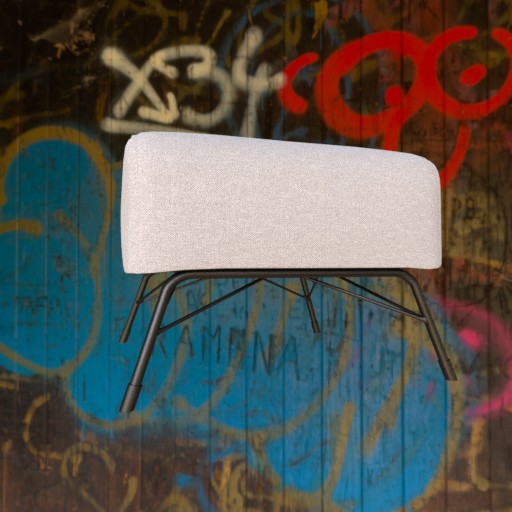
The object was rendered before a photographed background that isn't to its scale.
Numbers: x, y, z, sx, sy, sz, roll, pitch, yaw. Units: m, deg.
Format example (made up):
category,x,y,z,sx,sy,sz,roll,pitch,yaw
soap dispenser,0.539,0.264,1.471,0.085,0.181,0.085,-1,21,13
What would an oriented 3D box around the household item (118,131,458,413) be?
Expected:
category,x,y,z,sx,sy,sz,roll,pitch,yaw
household item,0.000,0.000,0.898,0.530,0.410,0.530,0,-1,-17
